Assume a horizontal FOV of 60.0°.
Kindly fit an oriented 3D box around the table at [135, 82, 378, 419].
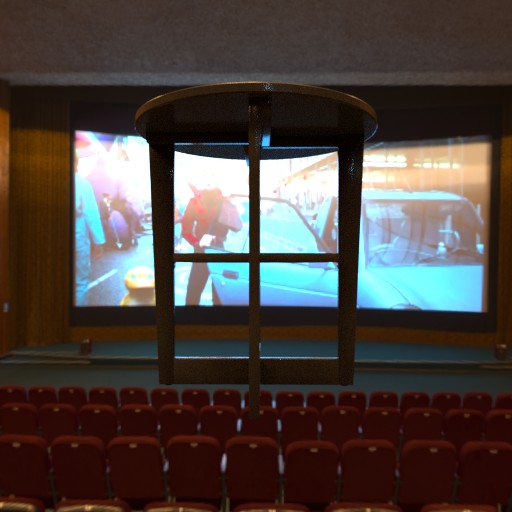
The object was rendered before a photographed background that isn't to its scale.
[{"bbox_3d":[0.000,0.000,0.946,0.500,0.550,0.500,0,0,0],"label":"table"}]
